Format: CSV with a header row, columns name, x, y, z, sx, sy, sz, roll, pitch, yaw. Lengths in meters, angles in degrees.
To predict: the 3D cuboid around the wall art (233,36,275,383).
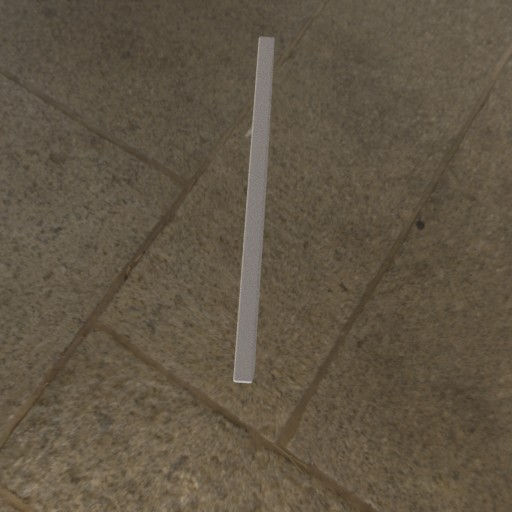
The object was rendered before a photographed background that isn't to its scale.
name,x,y,z,sx,sy,sz,roll,pitch,yaw
wall art,0.000,0.000,1.066,0.026,0.813,0.556,4,76,1
